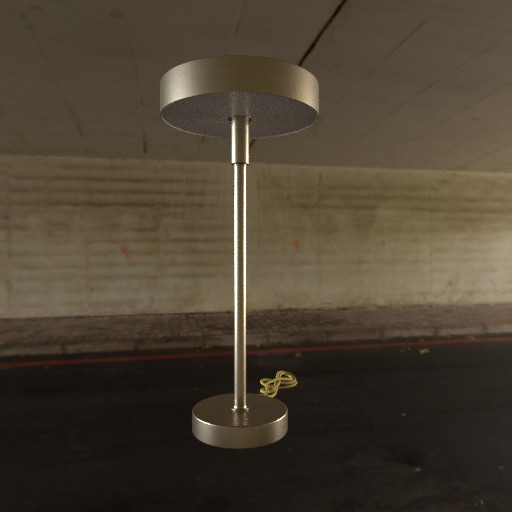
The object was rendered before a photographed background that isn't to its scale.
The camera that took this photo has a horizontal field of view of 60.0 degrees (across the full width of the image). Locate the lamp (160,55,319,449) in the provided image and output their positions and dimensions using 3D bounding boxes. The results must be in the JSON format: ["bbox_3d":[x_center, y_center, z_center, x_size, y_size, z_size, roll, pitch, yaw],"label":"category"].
[{"bbox_3d":[0.000,0.000,0.719,0.229,0.508,0.369,0,1,20],"label":"lamp"}]
